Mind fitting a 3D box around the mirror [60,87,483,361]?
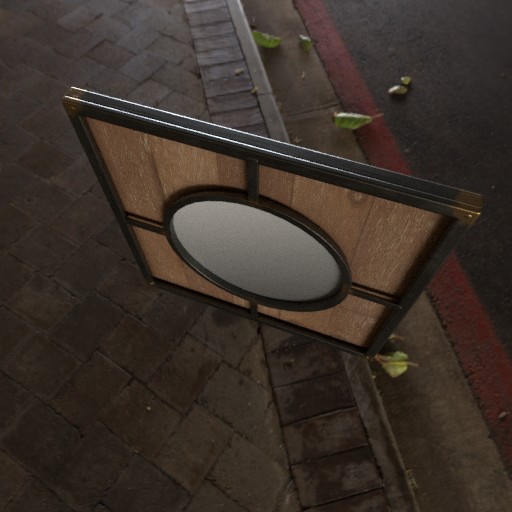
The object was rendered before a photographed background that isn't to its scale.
[{"bbox_3d":[0.000,0.000,0.547,0.382,0.381,0.020,17,61,10],"label":"mirror"}]
